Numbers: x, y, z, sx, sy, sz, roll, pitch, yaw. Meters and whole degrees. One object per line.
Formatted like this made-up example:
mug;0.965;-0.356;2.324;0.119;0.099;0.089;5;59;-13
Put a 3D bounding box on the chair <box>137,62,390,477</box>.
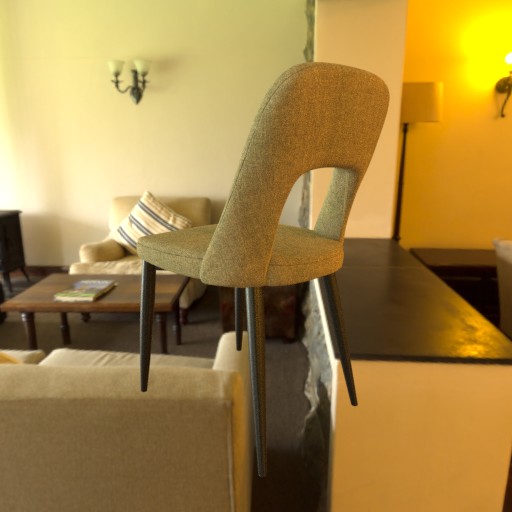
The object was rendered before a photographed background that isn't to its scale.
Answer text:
chair;0.000;0.000;1.247;0.612;0.931;0.470;13;19;43
